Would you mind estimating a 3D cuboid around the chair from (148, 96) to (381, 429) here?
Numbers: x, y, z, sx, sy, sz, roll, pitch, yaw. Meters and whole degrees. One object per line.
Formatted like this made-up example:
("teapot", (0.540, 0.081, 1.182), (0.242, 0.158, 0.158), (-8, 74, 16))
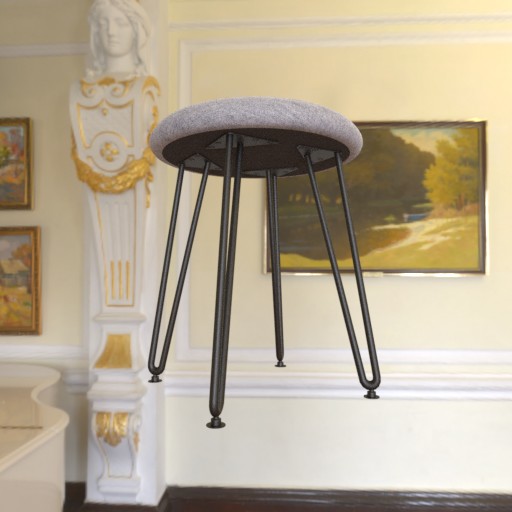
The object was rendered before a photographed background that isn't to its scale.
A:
("chair", (0.000, 0.000, 0.652), (0.350, 0.386, 0.350), (-1, -2, 16))
